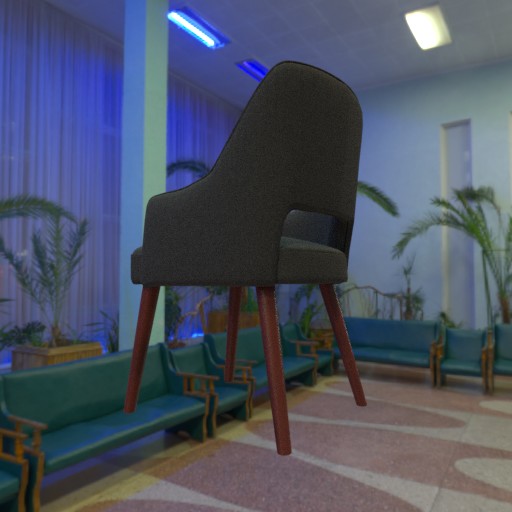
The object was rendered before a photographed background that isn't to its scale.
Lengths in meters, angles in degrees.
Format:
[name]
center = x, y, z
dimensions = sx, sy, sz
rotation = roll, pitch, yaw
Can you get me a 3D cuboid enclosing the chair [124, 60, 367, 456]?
[chair]
center = 0.000, 0.000, 1.227
dimensions = 0.560, 0.838, 0.559
rotation = -2, -3, 35
